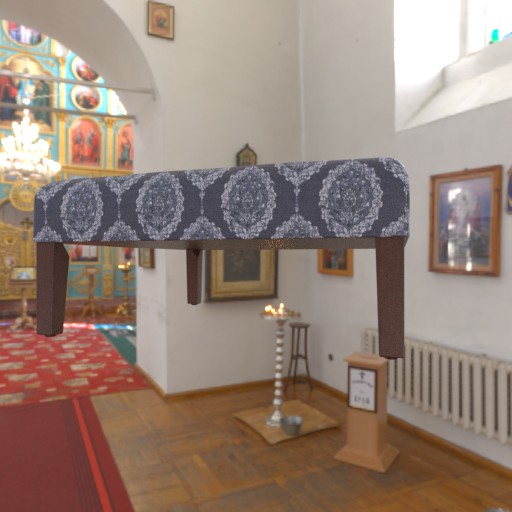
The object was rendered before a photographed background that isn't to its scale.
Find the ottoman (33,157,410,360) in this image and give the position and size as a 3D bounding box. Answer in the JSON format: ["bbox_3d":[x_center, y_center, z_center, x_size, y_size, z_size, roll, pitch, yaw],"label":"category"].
[{"bbox_3d":[0.000,0.000,1.383,0.889,0.409,0.890,0,-1,18],"label":"ottoman"}]
